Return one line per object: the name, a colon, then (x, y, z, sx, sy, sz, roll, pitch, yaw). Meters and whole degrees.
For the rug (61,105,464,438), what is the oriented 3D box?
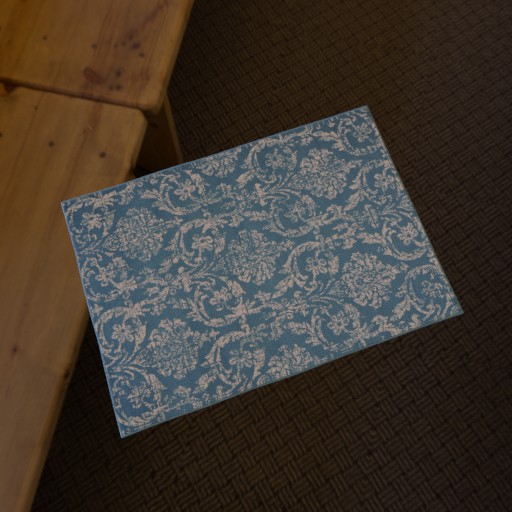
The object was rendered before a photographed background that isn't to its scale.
rug: (0.000, 0.000, 2.857, 2.205, 0.012, 1.554, -19, 76, -5)
